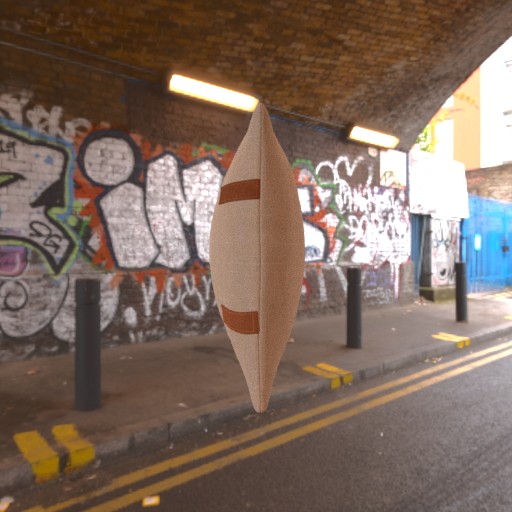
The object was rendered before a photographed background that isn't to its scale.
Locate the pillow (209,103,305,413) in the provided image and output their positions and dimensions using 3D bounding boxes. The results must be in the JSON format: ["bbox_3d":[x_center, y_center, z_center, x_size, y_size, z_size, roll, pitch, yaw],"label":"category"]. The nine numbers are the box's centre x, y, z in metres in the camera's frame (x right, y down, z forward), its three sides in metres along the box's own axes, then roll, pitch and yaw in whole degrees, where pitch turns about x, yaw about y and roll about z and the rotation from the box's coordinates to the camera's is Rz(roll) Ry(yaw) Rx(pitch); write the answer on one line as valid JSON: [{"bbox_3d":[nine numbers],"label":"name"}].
[{"bbox_3d":[0.000,0.000,0.738,0.148,0.308,0.612,0,0,-1],"label":"pillow"}]
